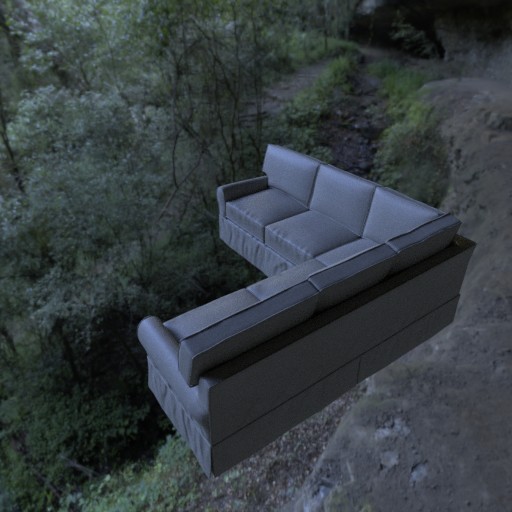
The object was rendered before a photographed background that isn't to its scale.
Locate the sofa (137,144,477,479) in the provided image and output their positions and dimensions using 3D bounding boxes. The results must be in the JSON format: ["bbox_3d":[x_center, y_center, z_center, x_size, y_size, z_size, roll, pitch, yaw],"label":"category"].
[{"bbox_3d":[0.000,0.000,4.032,2.623,1.081,2.618,-21,38,-30],"label":"sofa"}]
